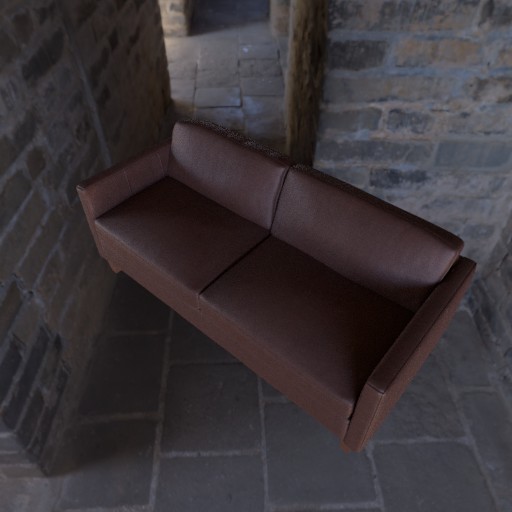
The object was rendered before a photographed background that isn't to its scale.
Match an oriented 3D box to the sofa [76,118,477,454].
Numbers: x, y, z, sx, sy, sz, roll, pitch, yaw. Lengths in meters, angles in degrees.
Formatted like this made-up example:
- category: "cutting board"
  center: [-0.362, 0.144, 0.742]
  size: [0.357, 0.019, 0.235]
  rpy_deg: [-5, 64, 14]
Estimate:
- category: "sofa"
  center: [0.000, 0.000, 2.430]
  size: [1.971, 0.863, 0.923]
  rpy_deg: [31, 53, 28]
